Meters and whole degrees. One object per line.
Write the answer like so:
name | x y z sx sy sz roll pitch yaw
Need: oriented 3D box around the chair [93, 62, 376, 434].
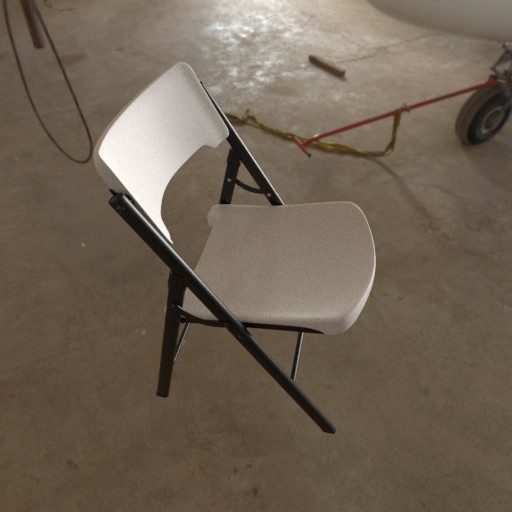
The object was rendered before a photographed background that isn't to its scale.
chair | 0.000 0.000 1.109 0.577 0.765 0.482 9 46 9
